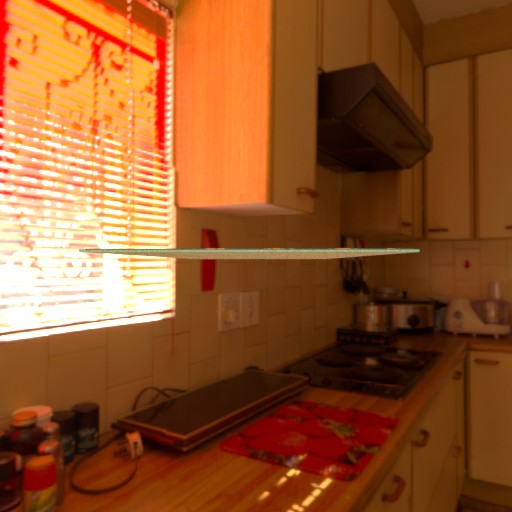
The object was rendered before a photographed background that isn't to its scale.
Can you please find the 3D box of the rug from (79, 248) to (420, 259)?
[{"bbox_3d":[0.000,0.000,1.390,0.604,0.007,1.219,0,-1,1],"label":"rug"}]
